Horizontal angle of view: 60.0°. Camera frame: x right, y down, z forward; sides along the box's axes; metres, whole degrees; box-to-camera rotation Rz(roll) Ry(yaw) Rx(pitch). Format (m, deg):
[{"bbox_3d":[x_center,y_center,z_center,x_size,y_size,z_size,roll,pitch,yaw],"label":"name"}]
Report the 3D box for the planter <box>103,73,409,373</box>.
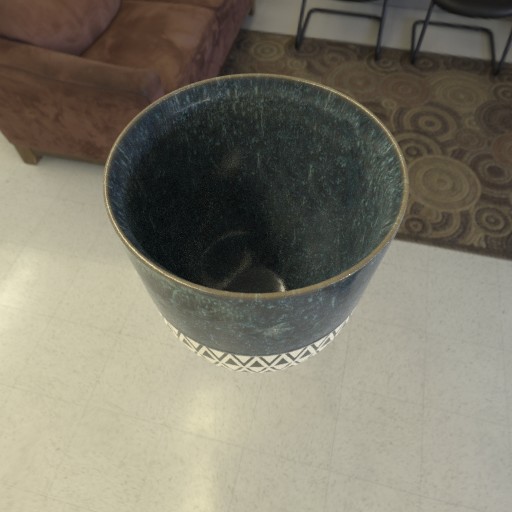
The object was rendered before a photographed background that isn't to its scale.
[{"bbox_3d":[0.000,0.000,0.375,0.195,0.214,0.195,0,57,0],"label":"planter"}]
